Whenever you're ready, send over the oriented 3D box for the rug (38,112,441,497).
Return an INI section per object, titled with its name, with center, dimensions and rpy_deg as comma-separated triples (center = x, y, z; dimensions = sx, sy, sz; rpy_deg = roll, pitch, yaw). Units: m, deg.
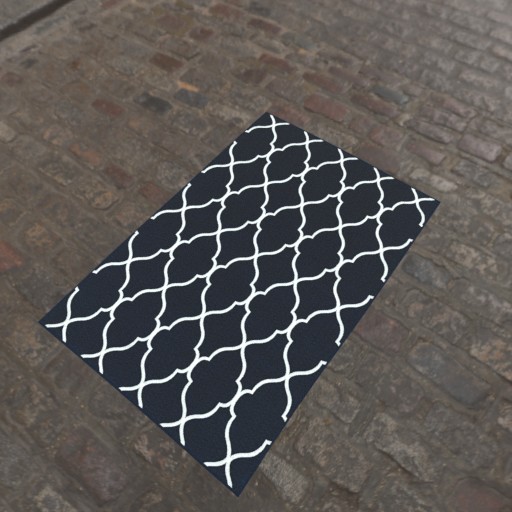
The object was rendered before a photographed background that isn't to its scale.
[rug]
center = 0.000, 0.000, 2.866
dimensions = 1.528, 0.014, 2.294
rpy_deg = 33, 64, 18
